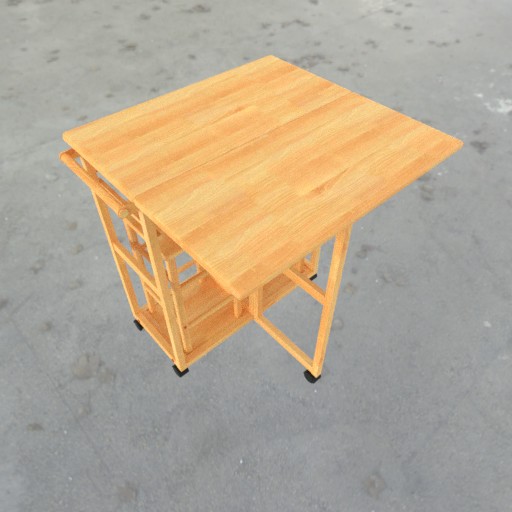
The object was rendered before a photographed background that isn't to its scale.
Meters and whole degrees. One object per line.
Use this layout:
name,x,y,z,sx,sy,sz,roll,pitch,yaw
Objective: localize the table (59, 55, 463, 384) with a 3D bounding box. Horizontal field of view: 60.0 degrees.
table,0.000,0.000,1.388,0.752,0.832,0.693,-33,55,-27
